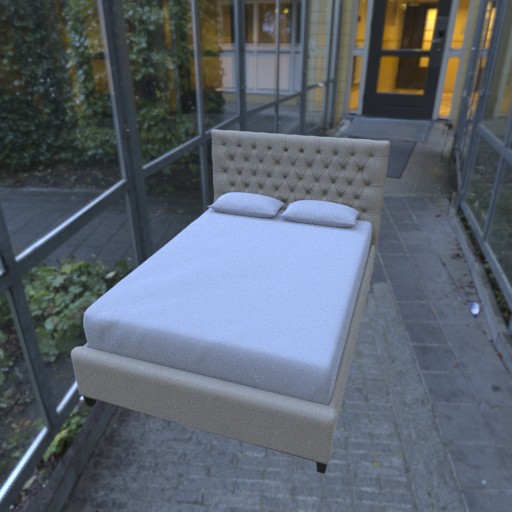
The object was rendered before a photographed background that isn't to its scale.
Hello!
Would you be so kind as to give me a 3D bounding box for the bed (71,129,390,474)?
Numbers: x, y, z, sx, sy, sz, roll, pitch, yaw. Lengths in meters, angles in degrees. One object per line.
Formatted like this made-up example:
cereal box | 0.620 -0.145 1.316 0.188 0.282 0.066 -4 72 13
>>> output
bed | 0.000 0.000 3.429 1.698 1.427 2.387 9 28 17
